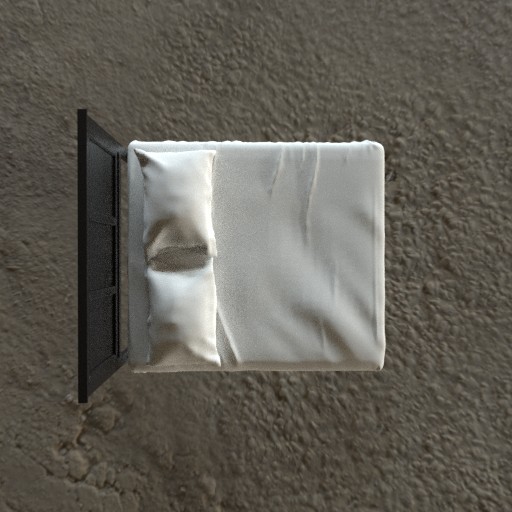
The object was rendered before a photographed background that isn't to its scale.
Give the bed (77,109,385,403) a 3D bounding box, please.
[{"bbox_3d":[0.000,0.000,3.138,2.050,1.270,1.870,0,90,-1],"label":"bed"}]
